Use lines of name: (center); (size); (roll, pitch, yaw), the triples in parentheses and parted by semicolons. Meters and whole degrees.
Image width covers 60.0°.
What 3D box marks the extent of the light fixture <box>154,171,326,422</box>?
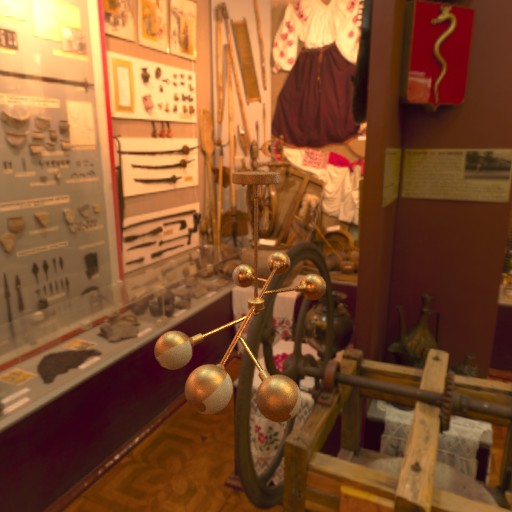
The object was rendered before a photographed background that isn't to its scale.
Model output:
light fixture: (0.000, 0.000, 0.980); (0.434, 0.362, 0.778); (7, 16, 26)
